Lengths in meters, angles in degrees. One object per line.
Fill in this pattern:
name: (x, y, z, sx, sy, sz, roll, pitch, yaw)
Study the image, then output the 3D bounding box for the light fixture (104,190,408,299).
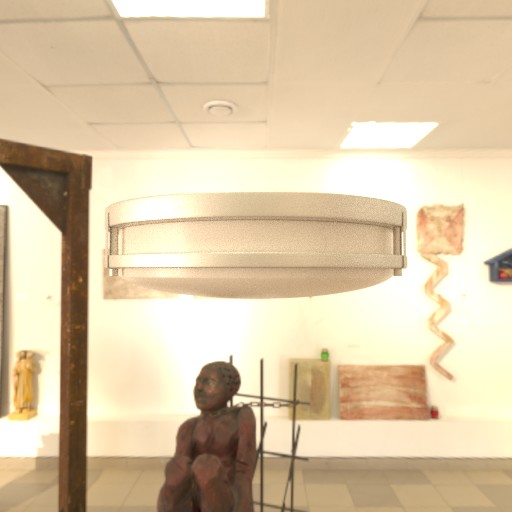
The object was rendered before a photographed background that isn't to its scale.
light fixture: (0.000, 0.000, 0.549, 0.356, 0.102, 0.356, 0, -2, 0)
